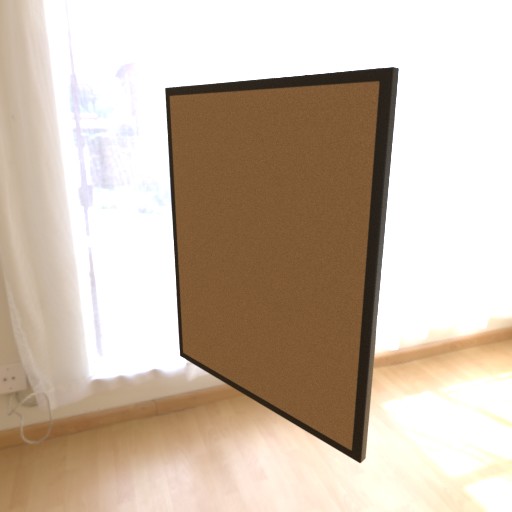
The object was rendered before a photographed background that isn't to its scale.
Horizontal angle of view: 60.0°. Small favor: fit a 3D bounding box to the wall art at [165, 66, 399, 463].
[{"bbox_3d":[0.000,0.000,0.785,0.481,0.582,0.018,16,23,42],"label":"wall art"}]
